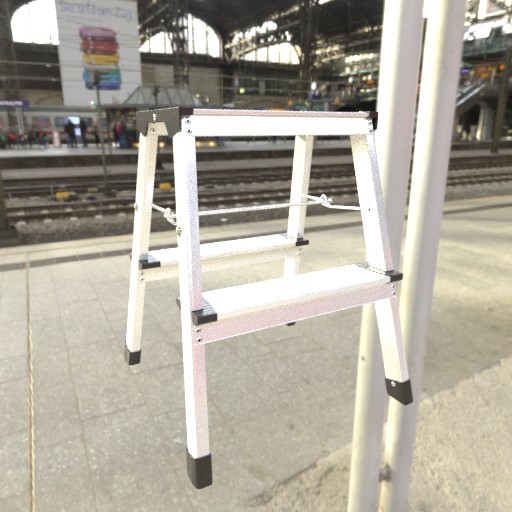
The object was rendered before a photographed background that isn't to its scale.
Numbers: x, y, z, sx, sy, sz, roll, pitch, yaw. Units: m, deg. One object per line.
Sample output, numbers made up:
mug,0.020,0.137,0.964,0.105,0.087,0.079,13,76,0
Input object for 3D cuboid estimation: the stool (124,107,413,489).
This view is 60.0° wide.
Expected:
stool,0.000,0.000,0.774,0.404,0.480,0.405,-9,18,-28
